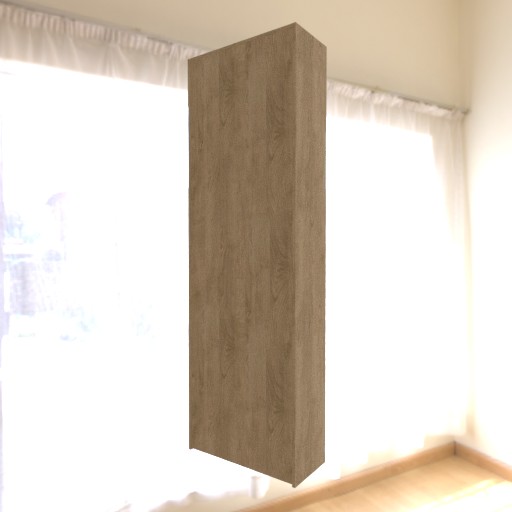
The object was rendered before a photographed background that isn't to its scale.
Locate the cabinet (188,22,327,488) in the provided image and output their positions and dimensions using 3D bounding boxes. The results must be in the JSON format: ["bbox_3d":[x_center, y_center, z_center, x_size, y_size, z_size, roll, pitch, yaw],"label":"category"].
[{"bbox_3d":[0.000,0.000,1.802,0.520,1.630,0.250,1,1,36],"label":"cabinet"}]
